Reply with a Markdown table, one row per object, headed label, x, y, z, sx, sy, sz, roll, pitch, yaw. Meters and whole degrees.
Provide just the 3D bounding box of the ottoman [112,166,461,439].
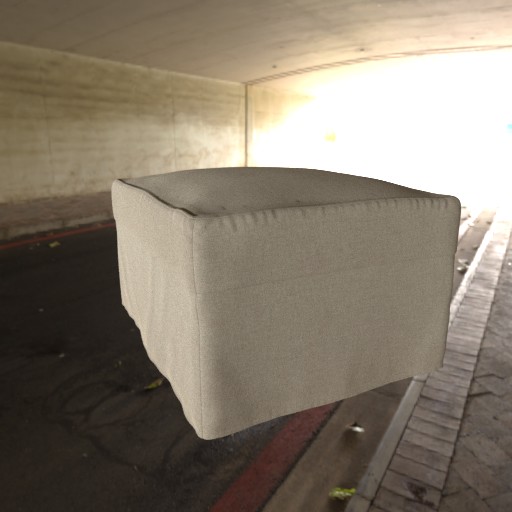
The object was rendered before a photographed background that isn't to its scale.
| label | x | y | z | sx | sy | sz | roll | pitch | yaw |
| --- | --- | --- | --- | --- | --- | --- | --- | --- | --- |
| ottoman | 0.000 | 0.000 | 1.254 | 0.650 | 0.485 | 0.833 | -7 | 16 | -25 |
